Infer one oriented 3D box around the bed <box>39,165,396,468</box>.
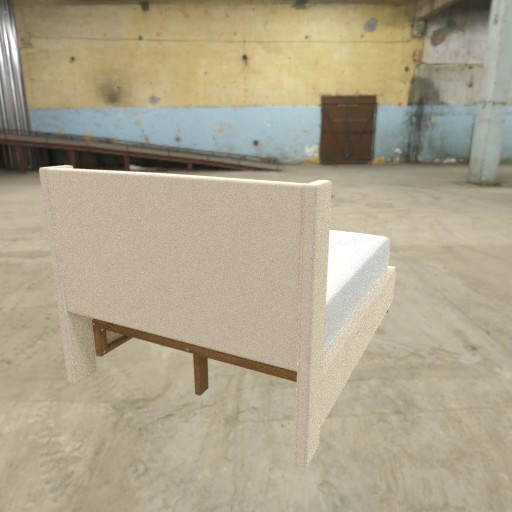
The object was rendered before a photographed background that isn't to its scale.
[{"bbox_3d":[0.000,0.000,3.445,1.765,1.471,2.280,8,18,26],"label":"bed"}]
